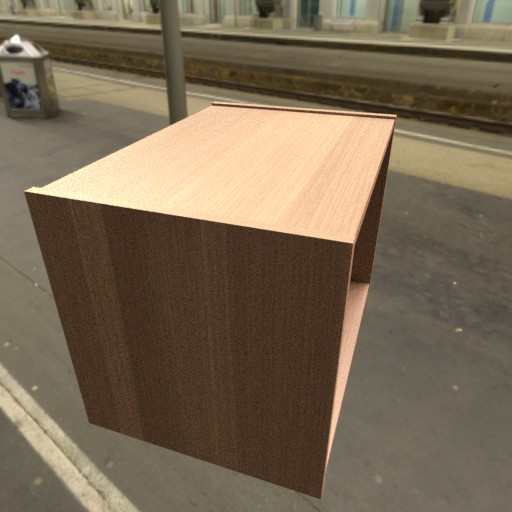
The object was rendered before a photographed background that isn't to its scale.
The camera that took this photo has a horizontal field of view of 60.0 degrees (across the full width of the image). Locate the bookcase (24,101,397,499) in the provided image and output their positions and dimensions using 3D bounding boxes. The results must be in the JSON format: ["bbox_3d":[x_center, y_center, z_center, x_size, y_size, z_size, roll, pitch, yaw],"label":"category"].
[{"bbox_3d":[0.000,0.000,0.597,0.290,0.305,0.415,10,32,17],"label":"bookcase"}]
